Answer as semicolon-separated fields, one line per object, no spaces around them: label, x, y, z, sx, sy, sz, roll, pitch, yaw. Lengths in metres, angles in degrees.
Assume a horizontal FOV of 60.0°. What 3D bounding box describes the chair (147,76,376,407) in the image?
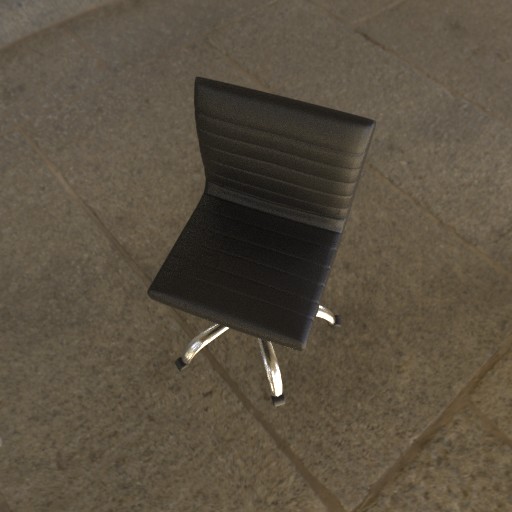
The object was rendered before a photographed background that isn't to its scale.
chair;0.000;0.000;1.155;0.556;0.780;0.530;18;61;10
